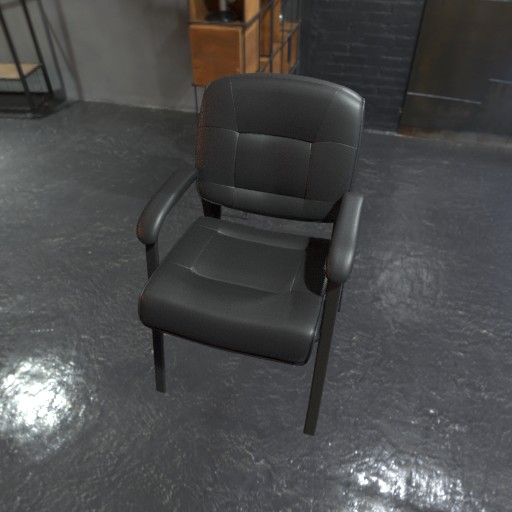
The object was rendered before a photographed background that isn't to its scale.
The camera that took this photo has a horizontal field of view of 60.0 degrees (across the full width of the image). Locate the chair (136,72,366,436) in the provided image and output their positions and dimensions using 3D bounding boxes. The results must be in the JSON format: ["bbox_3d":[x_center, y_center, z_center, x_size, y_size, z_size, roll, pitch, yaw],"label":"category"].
[{"bbox_3d":[0.000,0.000,1.363,0.591,0.910,0.668,11,41,13],"label":"chair"}]
